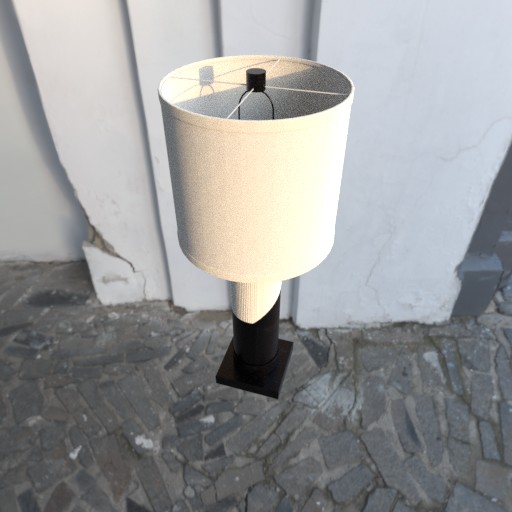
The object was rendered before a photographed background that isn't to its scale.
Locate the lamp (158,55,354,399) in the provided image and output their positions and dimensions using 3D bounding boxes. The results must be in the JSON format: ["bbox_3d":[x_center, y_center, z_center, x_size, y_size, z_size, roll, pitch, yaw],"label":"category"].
[{"bbox_3d":[0.000,0.000,0.633,0.211,0.509,0.211,11,41,13],"label":"lamp"}]
